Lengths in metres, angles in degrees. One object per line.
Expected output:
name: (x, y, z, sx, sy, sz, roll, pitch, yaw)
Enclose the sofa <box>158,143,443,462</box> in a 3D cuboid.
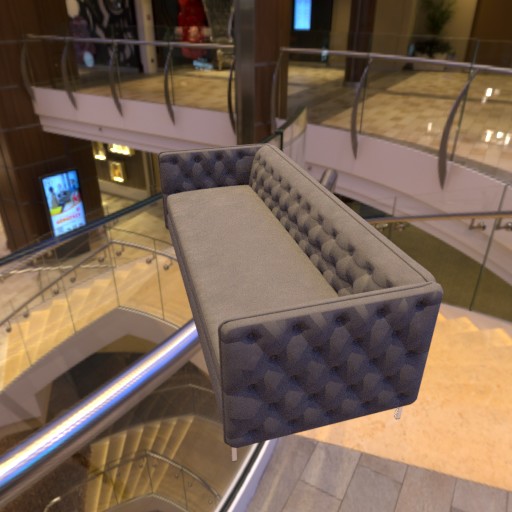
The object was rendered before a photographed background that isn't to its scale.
sofa: (0.000, 0.000, 2.663, 0.895, 0.771, 2.209, -8, 30, -14)
